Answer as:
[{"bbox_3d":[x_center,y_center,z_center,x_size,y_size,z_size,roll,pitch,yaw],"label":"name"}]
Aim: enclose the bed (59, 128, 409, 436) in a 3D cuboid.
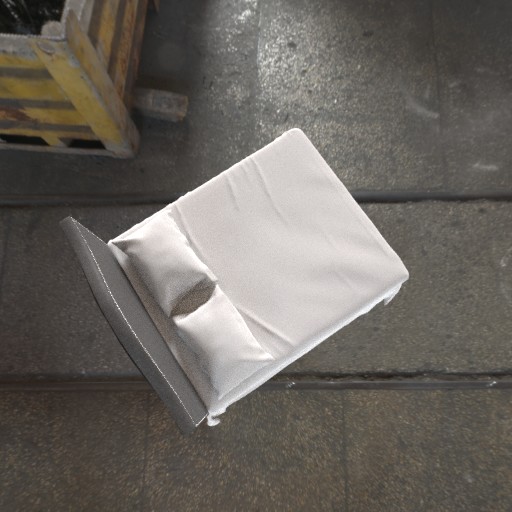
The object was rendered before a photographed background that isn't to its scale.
[{"bbox_3d":[0.000,0.000,3.482,2.221,1.645,1.876,-33,79,-7],"label":"bed"}]
